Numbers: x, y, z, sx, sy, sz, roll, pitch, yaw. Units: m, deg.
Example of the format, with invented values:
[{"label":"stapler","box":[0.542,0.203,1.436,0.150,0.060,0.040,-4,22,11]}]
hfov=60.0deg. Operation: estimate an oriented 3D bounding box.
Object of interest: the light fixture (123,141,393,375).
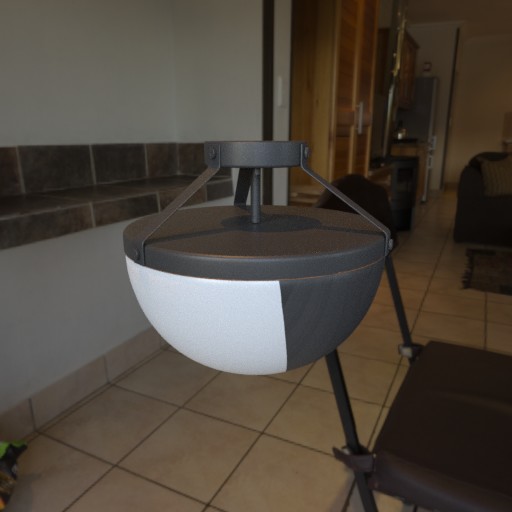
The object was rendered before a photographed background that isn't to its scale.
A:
[{"label":"light fixture","box":[0.000,0.000,0.537,0.304,0.269,0.304,0,15,0]}]
